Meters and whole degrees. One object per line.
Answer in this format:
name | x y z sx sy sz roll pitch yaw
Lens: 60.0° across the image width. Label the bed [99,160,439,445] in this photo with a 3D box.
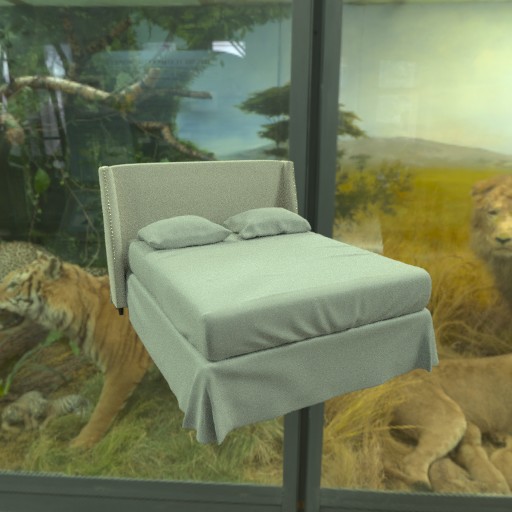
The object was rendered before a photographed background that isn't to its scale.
bed | 0.000 0.000 3.460 1.925 1.332 2.276 -8 17 -26
